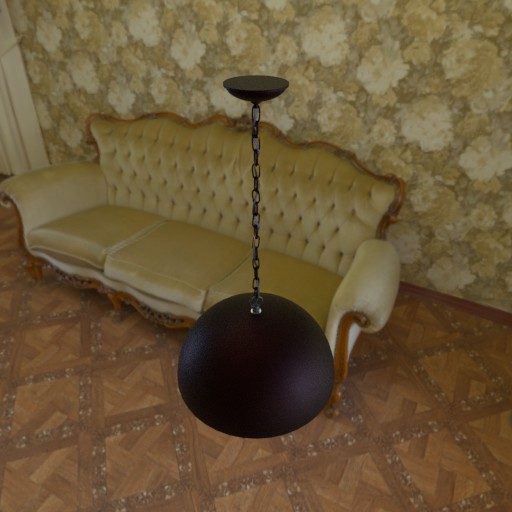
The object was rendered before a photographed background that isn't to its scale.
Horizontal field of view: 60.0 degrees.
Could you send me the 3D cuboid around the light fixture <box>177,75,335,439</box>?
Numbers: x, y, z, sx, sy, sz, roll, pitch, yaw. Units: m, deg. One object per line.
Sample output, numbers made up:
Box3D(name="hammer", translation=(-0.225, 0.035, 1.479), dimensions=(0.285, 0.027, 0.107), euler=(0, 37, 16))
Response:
Box3D(name="light fixture", translation=(0.000, 0.000, 1.165), dimensions=(0.492, 0.869, 0.492), euler=(-11, 35, -15))
